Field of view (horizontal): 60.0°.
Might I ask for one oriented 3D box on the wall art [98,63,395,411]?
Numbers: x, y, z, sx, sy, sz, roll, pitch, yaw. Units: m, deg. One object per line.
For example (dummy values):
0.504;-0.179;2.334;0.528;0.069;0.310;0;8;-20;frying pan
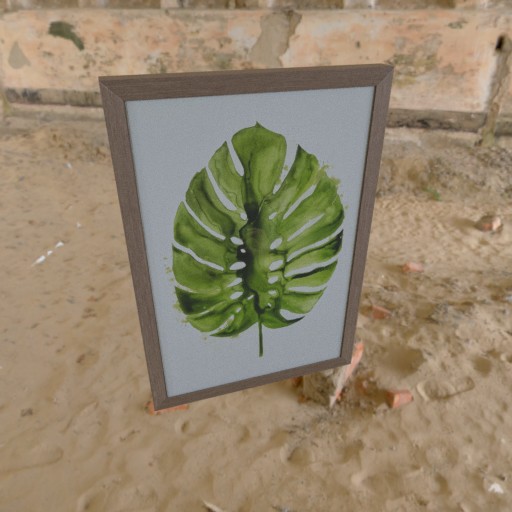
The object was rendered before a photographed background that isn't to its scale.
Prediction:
0.000;0.000;0.656;0.358;0.510;0.032;-9;32;-15;wall art
